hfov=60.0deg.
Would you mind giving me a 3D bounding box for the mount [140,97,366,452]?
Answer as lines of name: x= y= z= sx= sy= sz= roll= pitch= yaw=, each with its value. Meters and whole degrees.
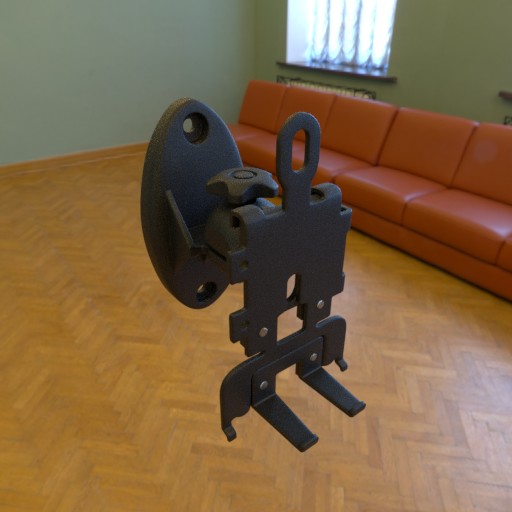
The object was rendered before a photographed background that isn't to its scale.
mount: x=0.000 y=0.000 z=0.177 sx=0.066 sy=0.118 sz=0.100 roll=-20 pitch=35 yaw=-32
